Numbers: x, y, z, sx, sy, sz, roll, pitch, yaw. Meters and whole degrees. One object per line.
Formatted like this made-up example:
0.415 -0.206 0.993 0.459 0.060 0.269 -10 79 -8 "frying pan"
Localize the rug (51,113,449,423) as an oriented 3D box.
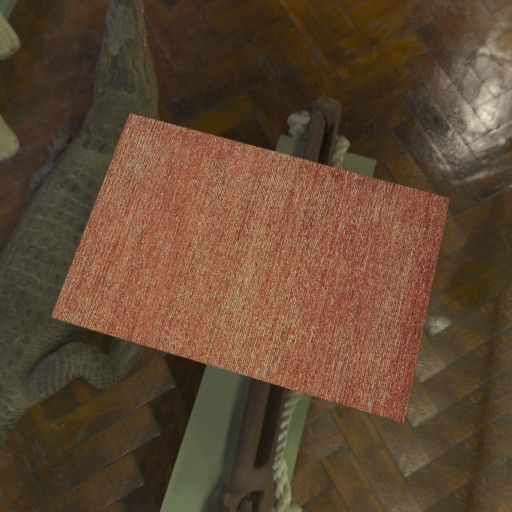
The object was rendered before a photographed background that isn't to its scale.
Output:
0.000 0.000 2.216 1.747 0.011 1.139 16 78 3 "rug"
